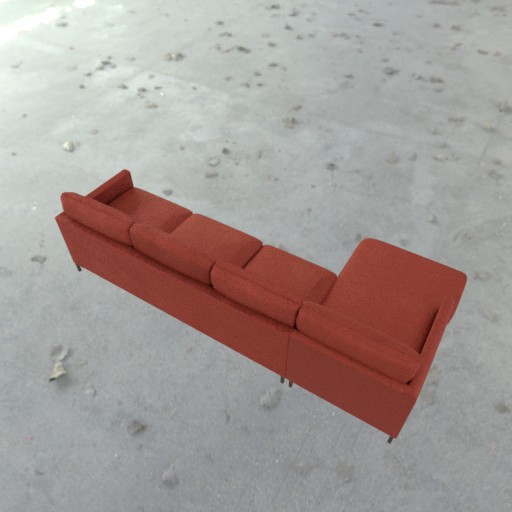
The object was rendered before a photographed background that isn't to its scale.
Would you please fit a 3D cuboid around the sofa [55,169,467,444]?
[{"bbox_3d":[0.000,0.000,4.013,3.400,0.967,1.500,24,50,22],"label":"sofa"}]
